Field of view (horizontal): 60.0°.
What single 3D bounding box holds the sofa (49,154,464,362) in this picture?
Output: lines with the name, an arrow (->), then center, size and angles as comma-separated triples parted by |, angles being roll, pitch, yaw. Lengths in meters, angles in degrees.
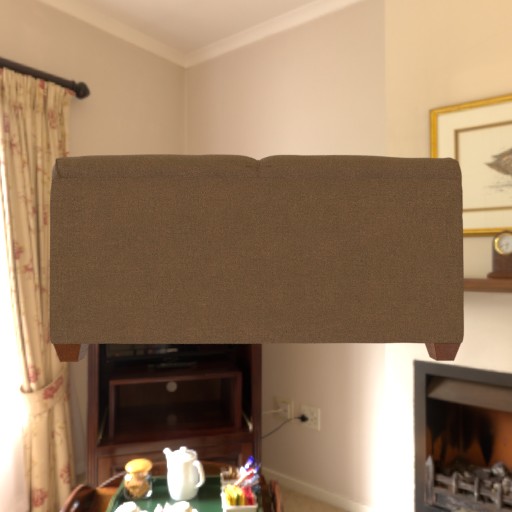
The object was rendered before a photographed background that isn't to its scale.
sofa -> 0.000, 0.000, 2.436 | 1.846, 0.958, 1.000 | 0, -1, -1
